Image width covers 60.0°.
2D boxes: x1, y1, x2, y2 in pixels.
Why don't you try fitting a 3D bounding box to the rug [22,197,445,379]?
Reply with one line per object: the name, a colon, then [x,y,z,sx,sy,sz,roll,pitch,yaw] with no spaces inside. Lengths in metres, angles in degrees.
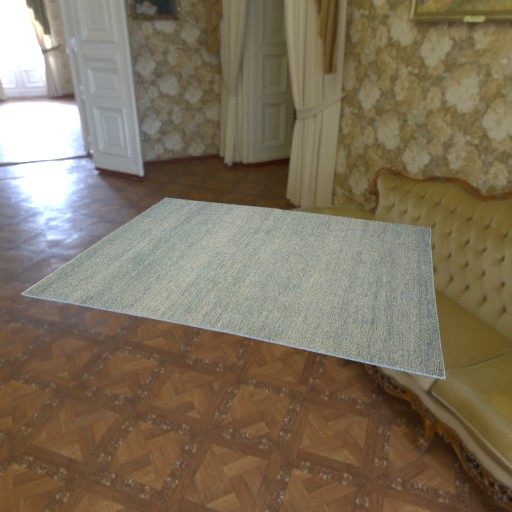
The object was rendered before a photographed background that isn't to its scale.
rug: [0.000,0.000,4.207,3.237,0.046,2.461,8,28,16]
